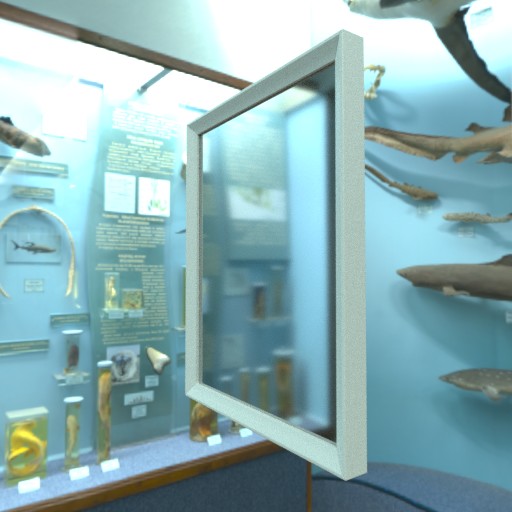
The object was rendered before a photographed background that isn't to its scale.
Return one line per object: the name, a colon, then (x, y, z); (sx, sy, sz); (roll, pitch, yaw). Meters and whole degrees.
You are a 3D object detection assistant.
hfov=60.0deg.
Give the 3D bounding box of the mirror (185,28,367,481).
mirror: (0.000, 0.000, 0.675); (0.041, 0.509, 0.406); (1, -2, -35)
